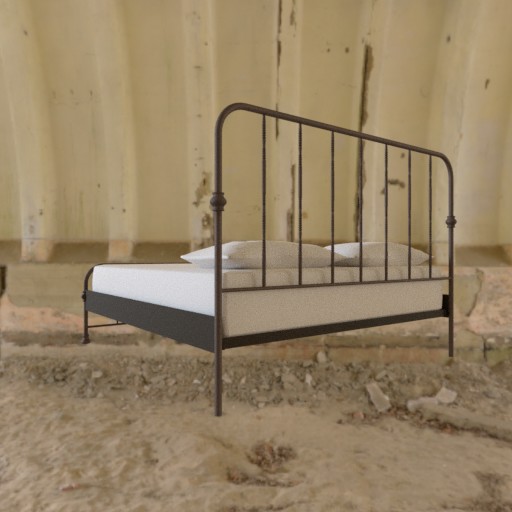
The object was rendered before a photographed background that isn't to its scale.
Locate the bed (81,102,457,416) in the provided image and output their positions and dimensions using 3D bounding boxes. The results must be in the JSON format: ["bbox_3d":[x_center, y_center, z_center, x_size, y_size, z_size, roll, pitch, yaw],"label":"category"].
[{"bbox_3d":[0.000,0.000,3.423,2.044,1.446,2.134,0,0,-37],"label":"bed"}]
